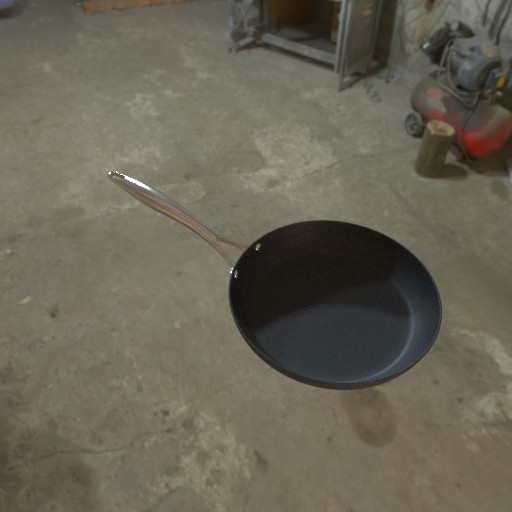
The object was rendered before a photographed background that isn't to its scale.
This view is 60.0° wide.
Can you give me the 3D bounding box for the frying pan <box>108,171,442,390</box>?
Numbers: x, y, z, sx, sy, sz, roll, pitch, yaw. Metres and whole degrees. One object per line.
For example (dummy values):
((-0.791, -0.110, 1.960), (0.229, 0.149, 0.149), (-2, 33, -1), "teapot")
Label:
((0.000, 0.000, 0.577), (0.472, 0.105, 0.255), (22, 50, 21), "frying pan")
